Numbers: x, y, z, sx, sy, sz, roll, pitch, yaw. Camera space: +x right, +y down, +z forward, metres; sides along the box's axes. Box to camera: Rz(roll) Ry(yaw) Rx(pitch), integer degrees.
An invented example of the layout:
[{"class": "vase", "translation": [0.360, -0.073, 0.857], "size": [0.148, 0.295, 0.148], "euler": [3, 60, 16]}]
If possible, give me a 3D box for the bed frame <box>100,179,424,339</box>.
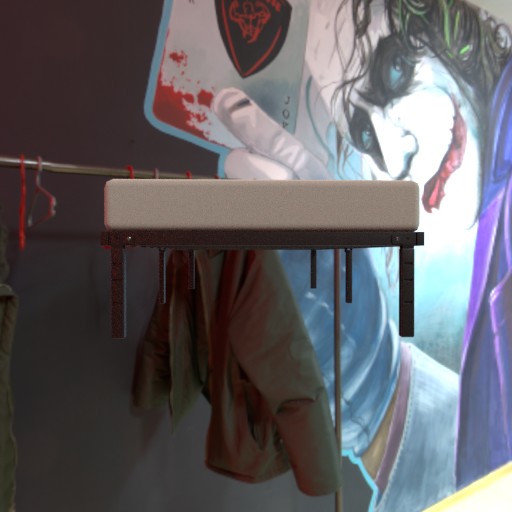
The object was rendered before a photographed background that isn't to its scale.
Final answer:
[{"class": "bed frame", "translation": [0.000, 0.000, 3.193], "size": [1.393, 0.680, 2.635], "euler": [0, 0, -1]}]
